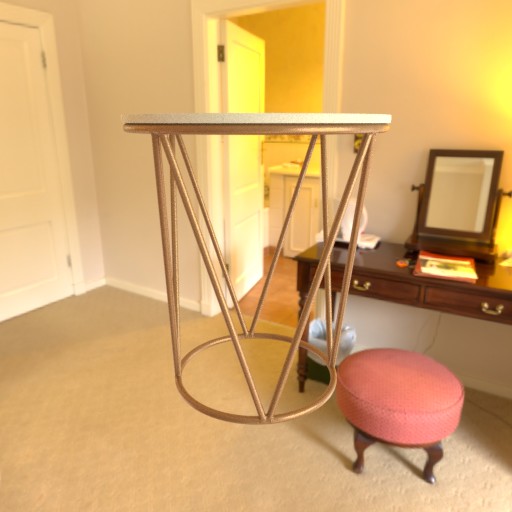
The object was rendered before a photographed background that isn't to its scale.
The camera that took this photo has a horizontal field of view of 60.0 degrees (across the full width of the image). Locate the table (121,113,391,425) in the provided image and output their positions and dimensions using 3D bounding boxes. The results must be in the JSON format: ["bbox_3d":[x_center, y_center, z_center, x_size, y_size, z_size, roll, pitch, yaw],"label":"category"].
[{"bbox_3d":[0.000,0.000,0.933,0.500,0.564,0.500,0,17,0],"label":"table"}]
